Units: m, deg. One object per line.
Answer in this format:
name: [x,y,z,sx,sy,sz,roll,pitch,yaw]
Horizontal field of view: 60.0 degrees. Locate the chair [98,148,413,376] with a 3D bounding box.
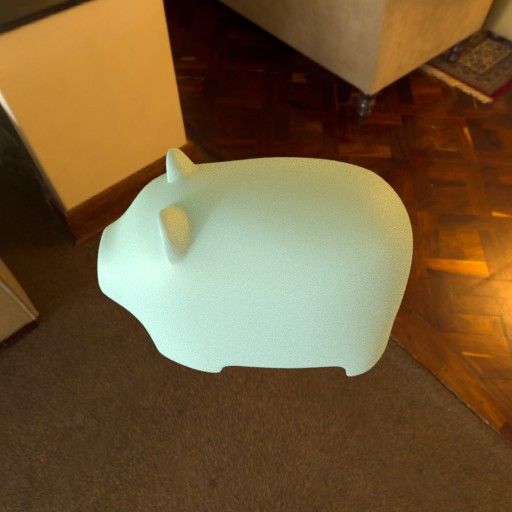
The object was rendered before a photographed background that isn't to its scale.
chair: [0.000,0.000,0.880,0.619,0.423,0.364,0,56,0]
